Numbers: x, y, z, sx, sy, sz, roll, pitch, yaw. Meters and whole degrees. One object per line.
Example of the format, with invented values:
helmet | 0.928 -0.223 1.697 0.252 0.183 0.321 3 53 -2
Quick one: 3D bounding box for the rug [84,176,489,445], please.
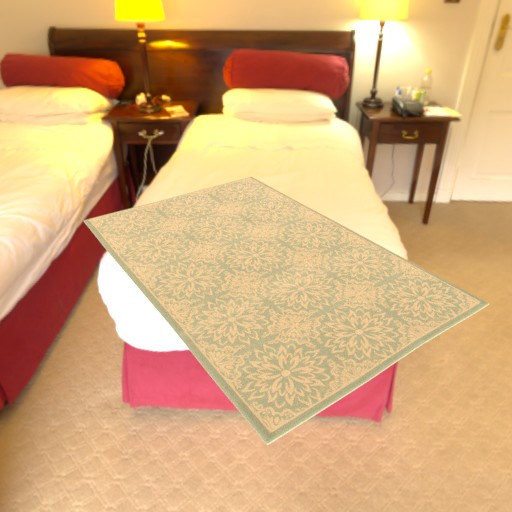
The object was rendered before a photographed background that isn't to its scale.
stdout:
rug | 0.000 0.000 3.420 1.819 0.018 2.746 -20 37 -29
